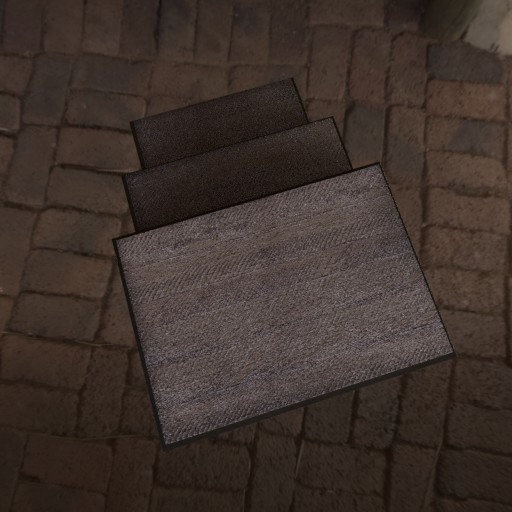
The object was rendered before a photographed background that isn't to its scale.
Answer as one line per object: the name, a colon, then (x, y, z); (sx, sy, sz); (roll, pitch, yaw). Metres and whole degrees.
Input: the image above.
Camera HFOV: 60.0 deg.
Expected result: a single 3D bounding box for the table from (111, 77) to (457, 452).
table: (0.000, 0.000, 1.149); (0.559, 0.610, 0.706); (-17, 78, -4)
